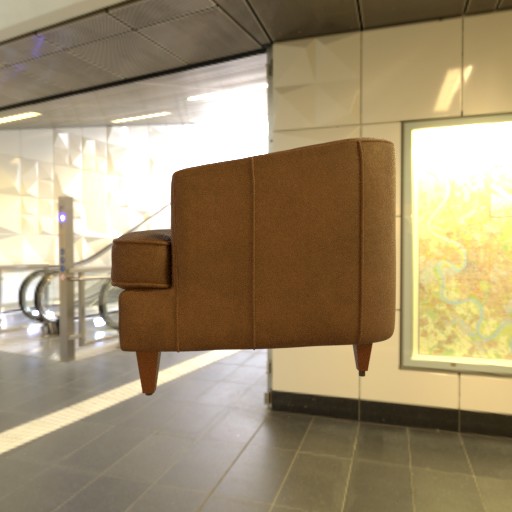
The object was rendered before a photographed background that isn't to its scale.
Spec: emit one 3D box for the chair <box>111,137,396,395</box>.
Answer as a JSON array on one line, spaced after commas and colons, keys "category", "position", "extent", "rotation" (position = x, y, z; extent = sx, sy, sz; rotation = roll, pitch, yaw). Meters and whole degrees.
[{"category": "chair", "position": [0.000, 0.000, 1.777], "extent": [0.914, 0.787, 1.118], "rotation": [0, 1, -2]}]
